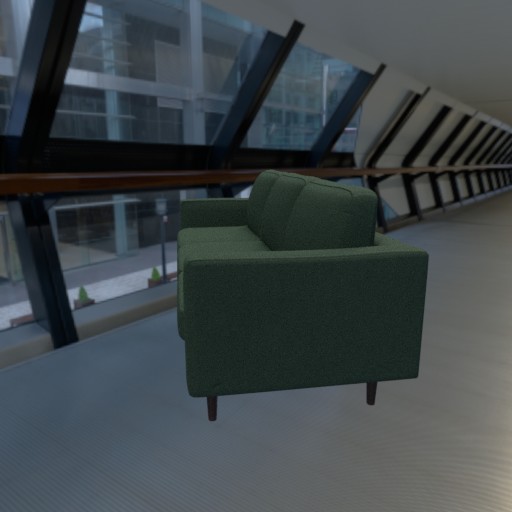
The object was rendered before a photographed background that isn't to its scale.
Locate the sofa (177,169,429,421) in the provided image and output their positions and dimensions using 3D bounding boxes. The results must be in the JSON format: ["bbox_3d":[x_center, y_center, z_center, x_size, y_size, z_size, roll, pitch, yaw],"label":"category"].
[{"bbox_3d":[0.000,0.000,2.491,0.879,0.899,2.029,-2,13,-10],"label":"sofa"}]
